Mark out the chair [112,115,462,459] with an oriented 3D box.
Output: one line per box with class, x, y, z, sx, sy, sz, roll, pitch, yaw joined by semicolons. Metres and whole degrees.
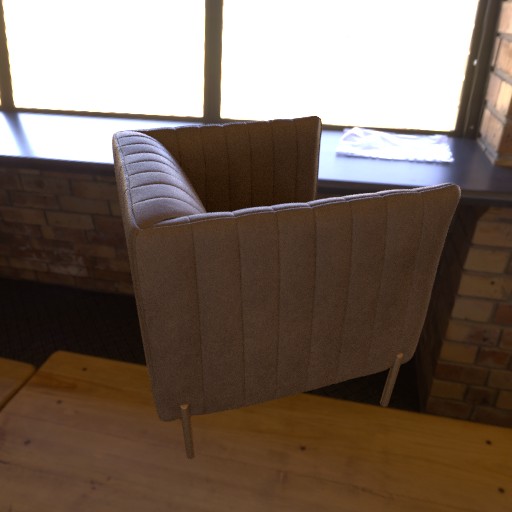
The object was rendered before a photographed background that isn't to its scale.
chair;0.000;0.000;1.606;0.876;0.779;0.981;-9;31;-16
